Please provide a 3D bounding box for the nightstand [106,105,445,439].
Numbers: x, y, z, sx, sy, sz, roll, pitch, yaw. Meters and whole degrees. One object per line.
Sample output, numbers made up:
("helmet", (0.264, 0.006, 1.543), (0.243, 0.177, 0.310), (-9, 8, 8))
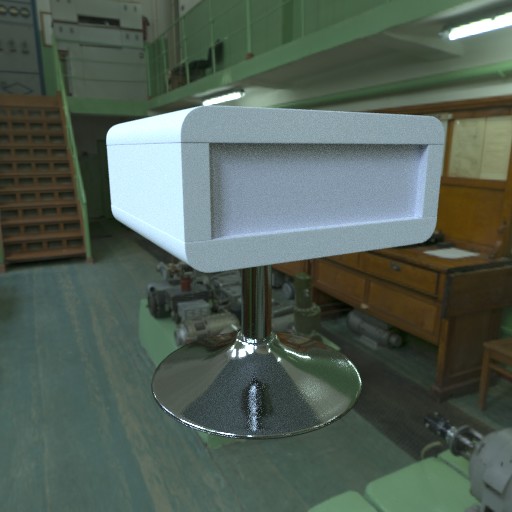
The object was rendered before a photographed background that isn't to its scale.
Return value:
("nightstand", (0.000, 0.000, 0.762), (0.399, 0.447, 0.404), (-7, 15, -28))
